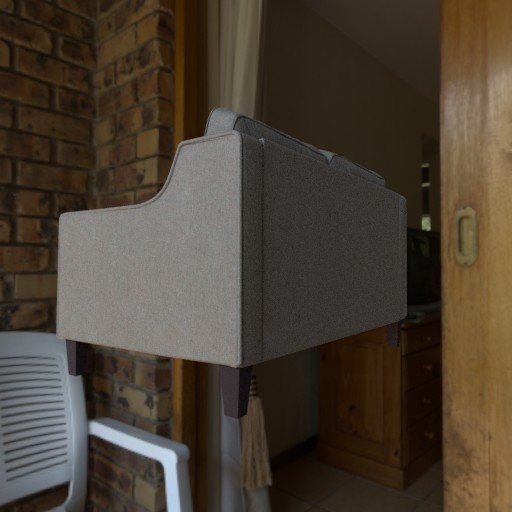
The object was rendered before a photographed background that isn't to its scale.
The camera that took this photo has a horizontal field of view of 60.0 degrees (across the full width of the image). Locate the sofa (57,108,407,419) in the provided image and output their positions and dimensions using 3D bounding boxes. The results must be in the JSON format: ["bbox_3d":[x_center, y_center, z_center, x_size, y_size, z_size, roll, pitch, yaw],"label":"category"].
[{"bbox_3d":[0.000,0.000,2.141,0.985,0.981,1.503,-1,-2,36],"label":"sofa"}]
